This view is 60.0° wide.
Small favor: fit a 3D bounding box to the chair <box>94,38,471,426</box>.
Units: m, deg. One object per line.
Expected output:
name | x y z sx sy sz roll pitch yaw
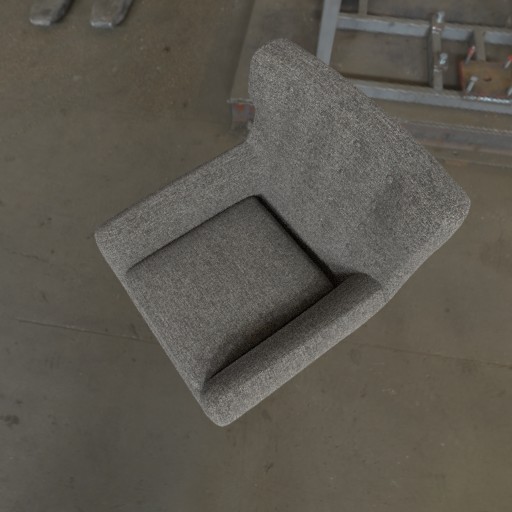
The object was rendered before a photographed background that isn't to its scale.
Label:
chair | 0.000 0.000 1.686 0.940 1.039 0.889 -33 67 -16
